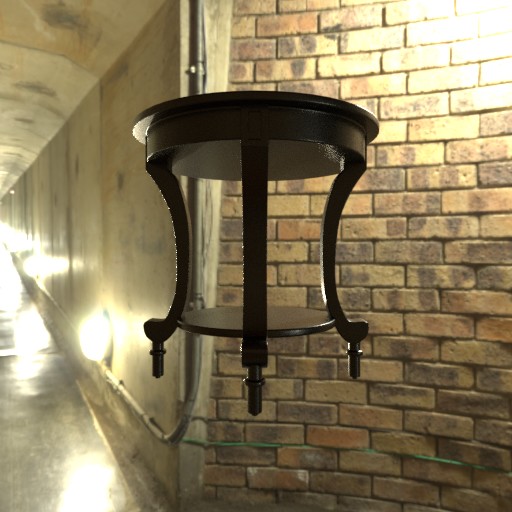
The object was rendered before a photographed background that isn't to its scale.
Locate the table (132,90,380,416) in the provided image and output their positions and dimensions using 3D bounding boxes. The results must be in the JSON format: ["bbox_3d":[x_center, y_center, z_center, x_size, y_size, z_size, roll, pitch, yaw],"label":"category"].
[{"bbox_3d":[0.000,0.000,1.116,0.597,0.618,0.597,0,1,0],"label":"table"}]
